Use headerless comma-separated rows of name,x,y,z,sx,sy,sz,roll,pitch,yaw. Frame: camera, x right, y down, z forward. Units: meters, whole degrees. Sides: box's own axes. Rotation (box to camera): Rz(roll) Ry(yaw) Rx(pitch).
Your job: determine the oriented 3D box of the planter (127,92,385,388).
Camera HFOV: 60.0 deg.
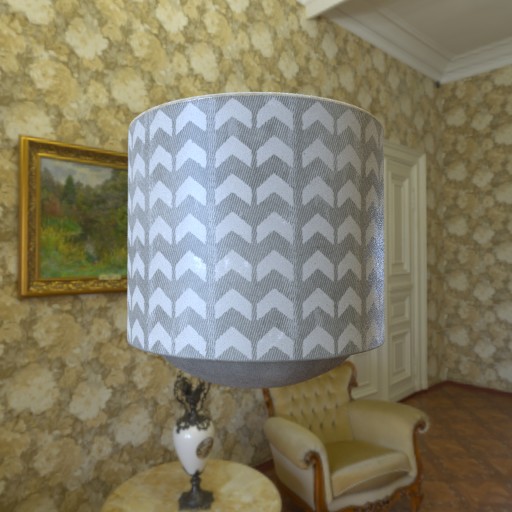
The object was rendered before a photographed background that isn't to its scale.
planter,0.000,0.000,0.450,0.250,0.239,0.250,0,-1,0
